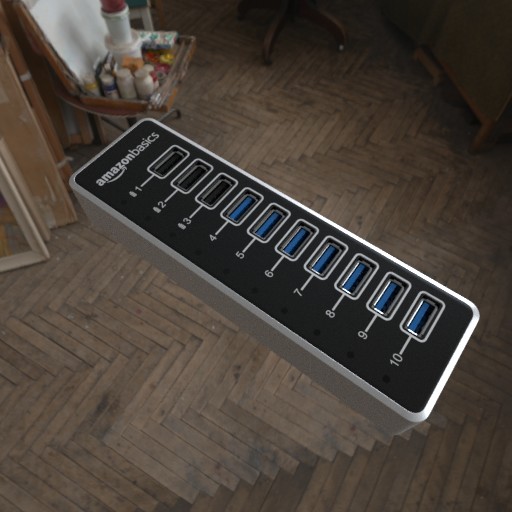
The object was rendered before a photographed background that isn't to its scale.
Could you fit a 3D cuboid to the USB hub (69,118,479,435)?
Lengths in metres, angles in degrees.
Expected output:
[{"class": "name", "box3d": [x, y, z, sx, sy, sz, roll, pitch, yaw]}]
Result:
[{"class": "USB hub", "box3d": [0.000, 0.000, 0.160, 0.145, 0.023, 0.044, 33, 65, 18]}]
